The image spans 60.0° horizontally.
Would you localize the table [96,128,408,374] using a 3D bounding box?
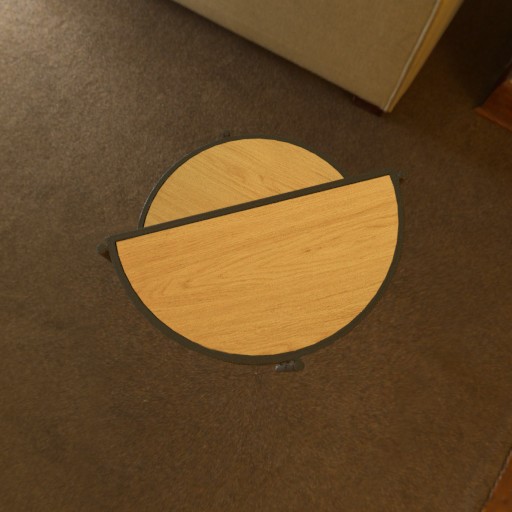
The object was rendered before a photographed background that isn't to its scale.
[{"bbox_3d":[0.000,0.000,1.179,0.629,0.684,0.628,-14,76,-4],"label":"table"}]
